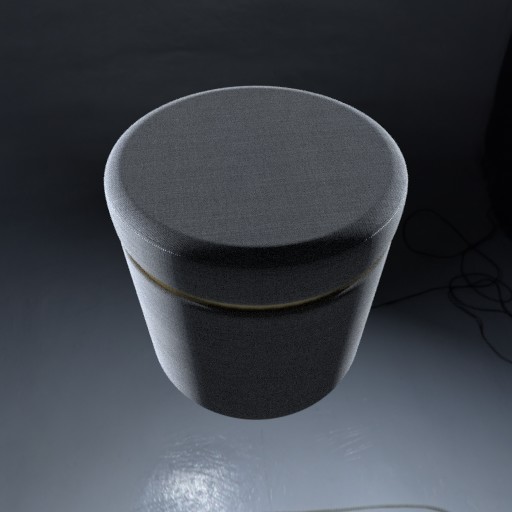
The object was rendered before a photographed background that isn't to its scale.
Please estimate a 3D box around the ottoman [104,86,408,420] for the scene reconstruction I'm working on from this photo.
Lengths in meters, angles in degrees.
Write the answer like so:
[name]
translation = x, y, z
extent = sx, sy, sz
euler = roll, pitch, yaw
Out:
[ottoman]
translation = 0.000, 0.000, 0.731
extent = 0.400, 0.406, 0.400
euler = 0, 47, 0
